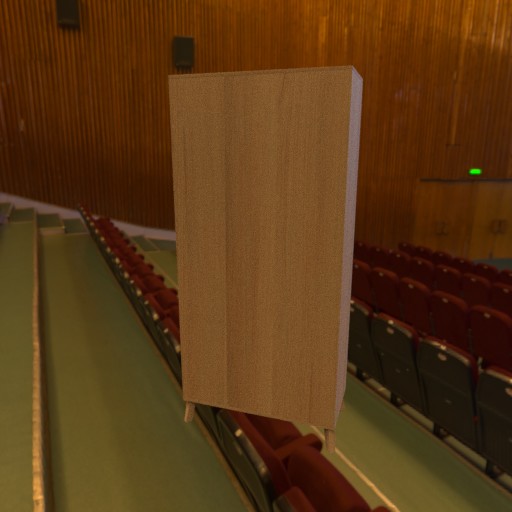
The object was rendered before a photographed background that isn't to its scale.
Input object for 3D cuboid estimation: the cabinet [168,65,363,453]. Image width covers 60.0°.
[{"bbox_3d":[0.000,0.000,2.647,0.969,1.957,1.272,-7,16,-25],"label":"cabinet"}]
